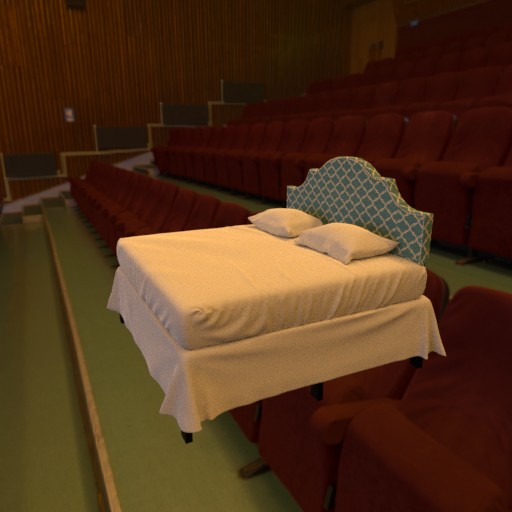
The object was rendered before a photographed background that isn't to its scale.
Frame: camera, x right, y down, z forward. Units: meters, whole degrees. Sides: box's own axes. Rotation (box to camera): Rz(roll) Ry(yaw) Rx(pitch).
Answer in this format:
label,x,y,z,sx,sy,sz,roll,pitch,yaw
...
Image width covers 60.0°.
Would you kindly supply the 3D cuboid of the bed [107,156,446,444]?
label,x,y,z,sx,sy,sz,roll,pitch,yaw
bed,0.000,0.000,3.761,2.222,1.601,2.314,-8,18,-26
